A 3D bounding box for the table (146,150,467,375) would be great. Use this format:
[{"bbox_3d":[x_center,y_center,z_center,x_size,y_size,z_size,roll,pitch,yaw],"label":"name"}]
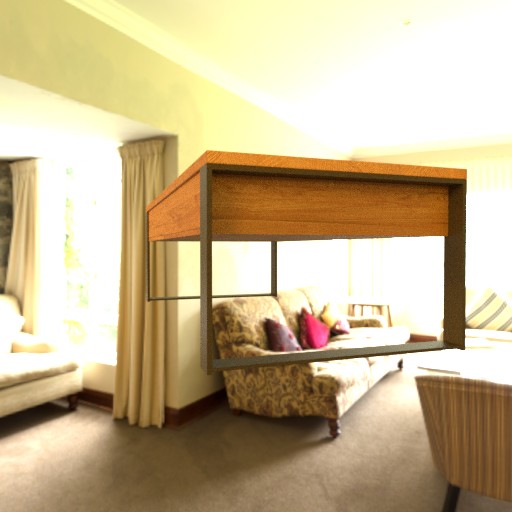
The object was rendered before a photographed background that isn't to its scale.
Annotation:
[{"bbox_3d":[0.000,0.000,1.439,0.590,0.400,1.180,0,1,-19],"label":"table"}]
